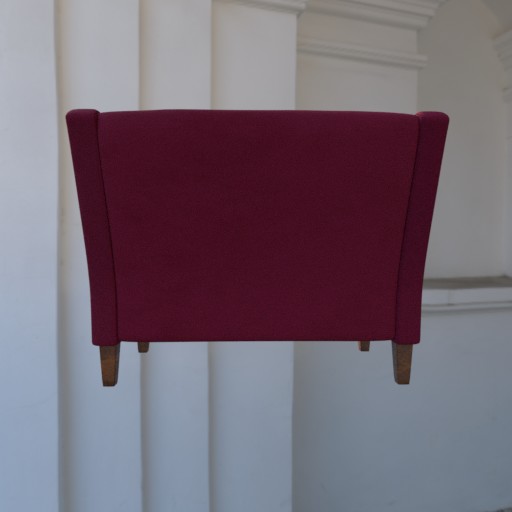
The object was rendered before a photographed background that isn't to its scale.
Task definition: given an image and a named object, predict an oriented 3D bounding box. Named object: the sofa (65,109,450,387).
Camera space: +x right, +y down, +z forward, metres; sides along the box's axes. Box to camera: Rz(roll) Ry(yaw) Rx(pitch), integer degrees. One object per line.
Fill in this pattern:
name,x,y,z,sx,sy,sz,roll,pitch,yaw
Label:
sofa,0.000,0.000,1.885,1.242,0.976,0.946,0,1,-1
